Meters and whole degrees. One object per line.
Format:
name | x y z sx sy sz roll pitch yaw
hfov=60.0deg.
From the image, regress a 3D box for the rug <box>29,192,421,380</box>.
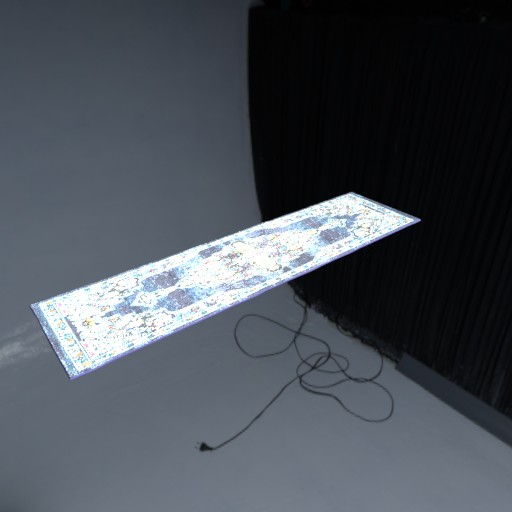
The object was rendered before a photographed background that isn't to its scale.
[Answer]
rug | 0.000 0.000 2.513 2.283 0.016 0.602 -22 37 -32
